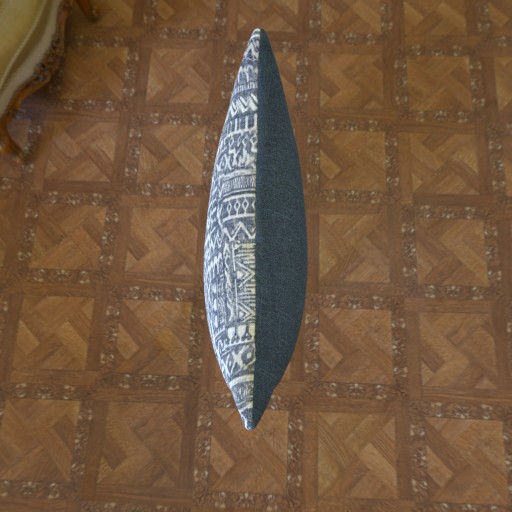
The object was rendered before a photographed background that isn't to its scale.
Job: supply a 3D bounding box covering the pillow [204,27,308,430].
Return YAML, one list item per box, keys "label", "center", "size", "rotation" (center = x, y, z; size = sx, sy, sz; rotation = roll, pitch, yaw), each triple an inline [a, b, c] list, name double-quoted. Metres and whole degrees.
- label: "pillow"
  center: [0.000, 0.000, 0.785]
  size: [0.180, 0.487, 0.546]
  rotation: [1, 75, 0]
